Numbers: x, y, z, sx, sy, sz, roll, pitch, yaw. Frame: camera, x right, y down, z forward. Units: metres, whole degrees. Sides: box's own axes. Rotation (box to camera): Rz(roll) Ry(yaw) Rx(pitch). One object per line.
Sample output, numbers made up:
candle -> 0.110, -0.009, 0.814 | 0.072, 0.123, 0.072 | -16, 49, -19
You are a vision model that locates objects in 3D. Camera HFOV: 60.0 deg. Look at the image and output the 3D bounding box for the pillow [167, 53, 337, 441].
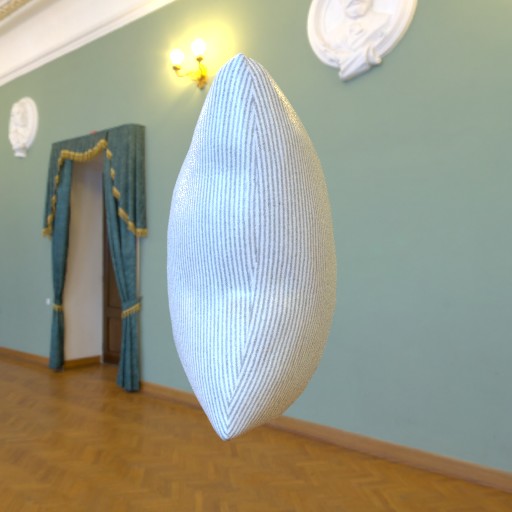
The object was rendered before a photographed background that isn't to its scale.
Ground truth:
pillow -> 0.000, 0.000, 0.685 | 0.310, 0.432, 0.387 | 0, 0, 34
